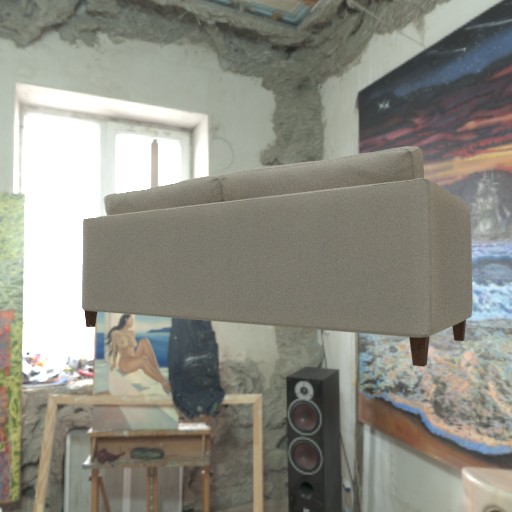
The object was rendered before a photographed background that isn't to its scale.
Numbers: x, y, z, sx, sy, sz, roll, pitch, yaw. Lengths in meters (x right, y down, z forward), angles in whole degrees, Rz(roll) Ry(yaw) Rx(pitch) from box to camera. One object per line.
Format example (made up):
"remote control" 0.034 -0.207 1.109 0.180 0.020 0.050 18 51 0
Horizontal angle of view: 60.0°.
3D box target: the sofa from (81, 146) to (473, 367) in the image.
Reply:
"sofa" 0.000 0.000 2.802 2.361 0.968 0.951 -2 -3 35
